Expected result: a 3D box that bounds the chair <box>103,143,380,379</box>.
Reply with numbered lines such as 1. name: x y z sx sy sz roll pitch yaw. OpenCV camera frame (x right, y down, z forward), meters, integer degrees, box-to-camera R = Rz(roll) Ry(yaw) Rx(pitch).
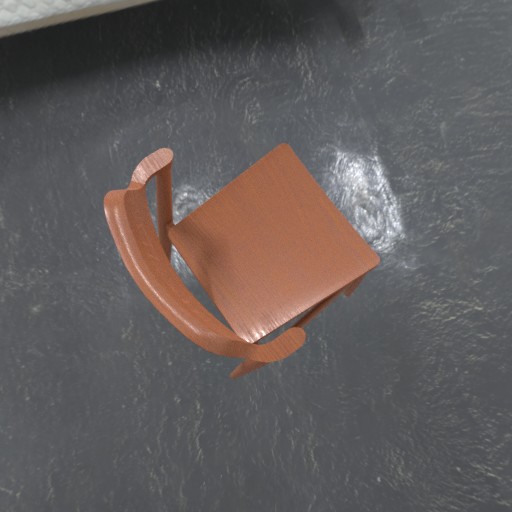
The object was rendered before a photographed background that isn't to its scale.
1. chair: 0.000 0.000 1.155 0.499 0.801 0.496 -35 78 -8
